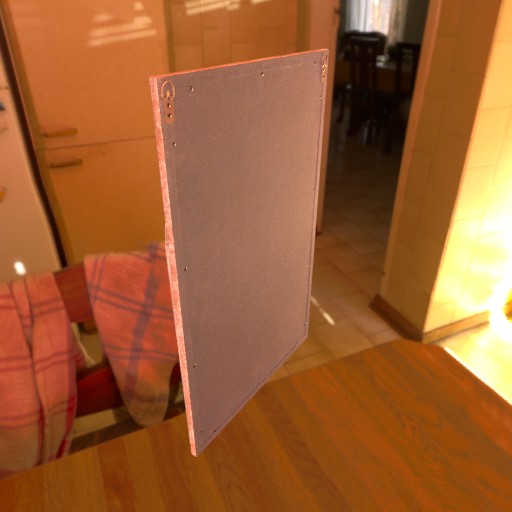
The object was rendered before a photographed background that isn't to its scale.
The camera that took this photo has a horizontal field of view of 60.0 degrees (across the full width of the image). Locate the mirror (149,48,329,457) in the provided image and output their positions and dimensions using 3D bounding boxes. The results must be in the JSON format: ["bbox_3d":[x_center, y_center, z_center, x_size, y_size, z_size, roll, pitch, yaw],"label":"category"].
[{"bbox_3d":[0.000,0.000,0.966,0.058,0.787,0.495,19,35,30],"label":"mirror"}]
